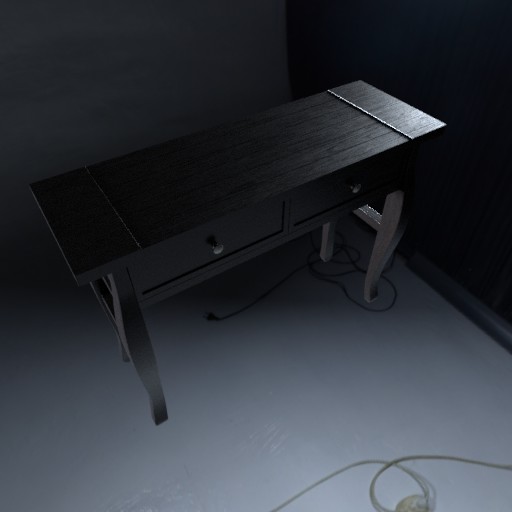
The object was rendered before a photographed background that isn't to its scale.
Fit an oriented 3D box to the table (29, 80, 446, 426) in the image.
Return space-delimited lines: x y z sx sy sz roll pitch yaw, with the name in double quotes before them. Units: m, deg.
"table" 0.000 0.000 1.428 1.062 0.768 0.373 -25 50 -23
